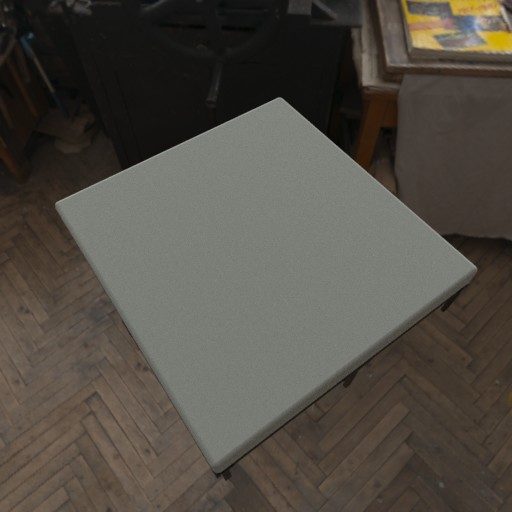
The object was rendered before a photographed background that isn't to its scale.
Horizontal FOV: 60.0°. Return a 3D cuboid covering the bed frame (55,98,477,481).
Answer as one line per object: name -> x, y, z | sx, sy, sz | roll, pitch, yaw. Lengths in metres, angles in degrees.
bed frame -> 0.000, 0.000, 3.967 | 2.526, 0.680, 2.635 | -31, 62, -18
